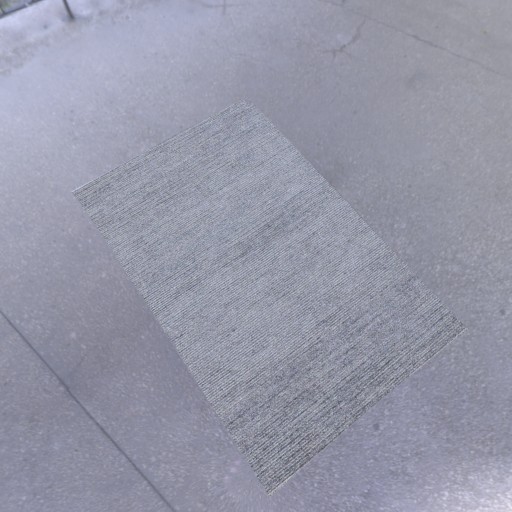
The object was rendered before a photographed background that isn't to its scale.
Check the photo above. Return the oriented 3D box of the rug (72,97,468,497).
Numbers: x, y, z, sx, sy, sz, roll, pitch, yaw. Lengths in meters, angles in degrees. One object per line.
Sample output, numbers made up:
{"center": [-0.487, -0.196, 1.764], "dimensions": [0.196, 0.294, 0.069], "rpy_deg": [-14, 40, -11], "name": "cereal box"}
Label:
{"center": [0.000, 0.000, 2.217], "dimensions": [1.159, 0.021, 1.789], "rpy_deg": [-33, 69, -14], "name": "rug"}
